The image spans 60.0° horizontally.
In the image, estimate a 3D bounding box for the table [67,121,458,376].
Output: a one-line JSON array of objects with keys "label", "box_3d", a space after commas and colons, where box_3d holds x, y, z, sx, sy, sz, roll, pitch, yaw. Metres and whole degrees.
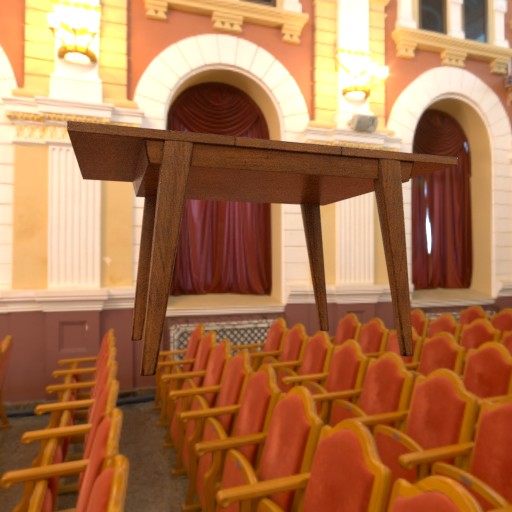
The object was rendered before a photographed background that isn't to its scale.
[{"label": "table", "box_3d": [0.000, 0.000, 1.855, 1.400, 0.760, 0.757, 0, -1, -18]}]
